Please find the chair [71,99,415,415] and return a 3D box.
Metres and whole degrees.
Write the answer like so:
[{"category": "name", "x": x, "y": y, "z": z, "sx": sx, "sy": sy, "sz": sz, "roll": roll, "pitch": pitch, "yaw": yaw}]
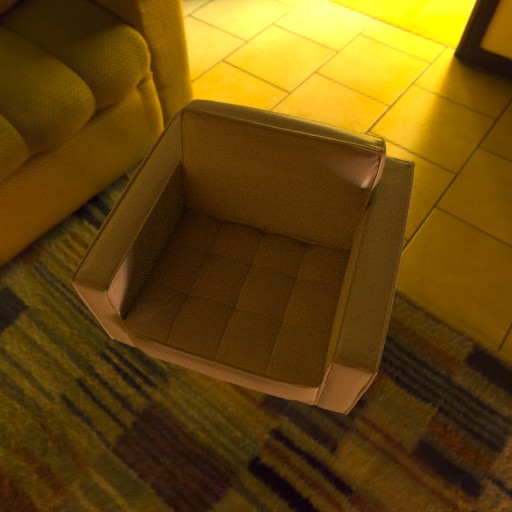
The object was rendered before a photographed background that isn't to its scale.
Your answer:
[{"category": "chair", "x": 0.000, "y": 0.000, "z": 1.531, "sx": 0.928, "sy": 0.773, "sz": 0.843, "roll": 15, "pitch": 59, "yaw": 10}]
